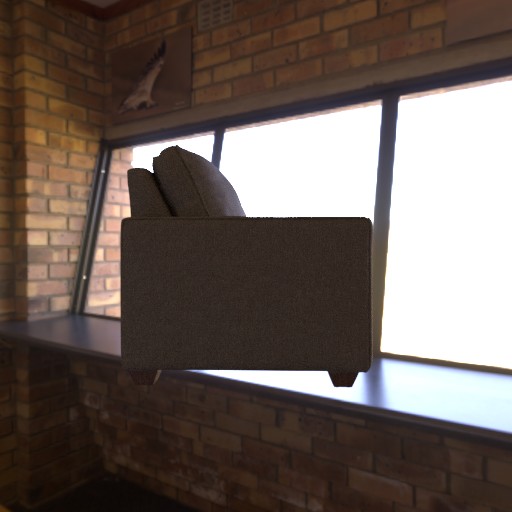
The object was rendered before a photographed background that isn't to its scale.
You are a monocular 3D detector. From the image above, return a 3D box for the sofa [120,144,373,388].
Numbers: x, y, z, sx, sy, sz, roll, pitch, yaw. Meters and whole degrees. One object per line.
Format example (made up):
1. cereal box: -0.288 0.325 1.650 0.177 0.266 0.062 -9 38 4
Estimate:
1. sofa: 0.000 0.000 2.580 0.940 0.919 2.080 0 1 2
